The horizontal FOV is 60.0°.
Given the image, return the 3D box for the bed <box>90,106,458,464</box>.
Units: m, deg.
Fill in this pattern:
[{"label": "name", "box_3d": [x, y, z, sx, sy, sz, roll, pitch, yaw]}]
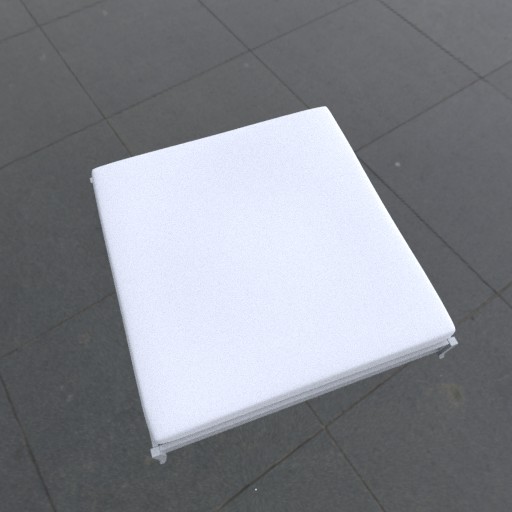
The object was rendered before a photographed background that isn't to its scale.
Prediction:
[{"label": "bed", "box_3d": [0.000, 0.000, 3.145, 2.007, 0.510, 2.108, -17, 64, -9]}]
